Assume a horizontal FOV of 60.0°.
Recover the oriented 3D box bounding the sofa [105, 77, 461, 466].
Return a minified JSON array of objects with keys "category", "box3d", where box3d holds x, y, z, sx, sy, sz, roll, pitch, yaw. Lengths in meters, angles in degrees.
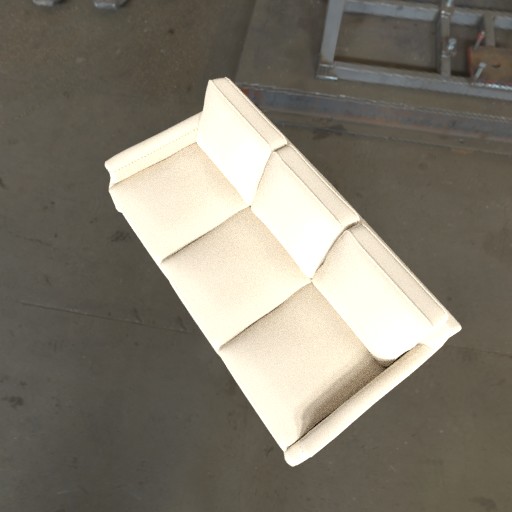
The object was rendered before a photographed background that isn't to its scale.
[{"category":"sofa","box3d":[0.000,0.000,2.828,1.084,1.003,2.246,-33,69,-14]}]
